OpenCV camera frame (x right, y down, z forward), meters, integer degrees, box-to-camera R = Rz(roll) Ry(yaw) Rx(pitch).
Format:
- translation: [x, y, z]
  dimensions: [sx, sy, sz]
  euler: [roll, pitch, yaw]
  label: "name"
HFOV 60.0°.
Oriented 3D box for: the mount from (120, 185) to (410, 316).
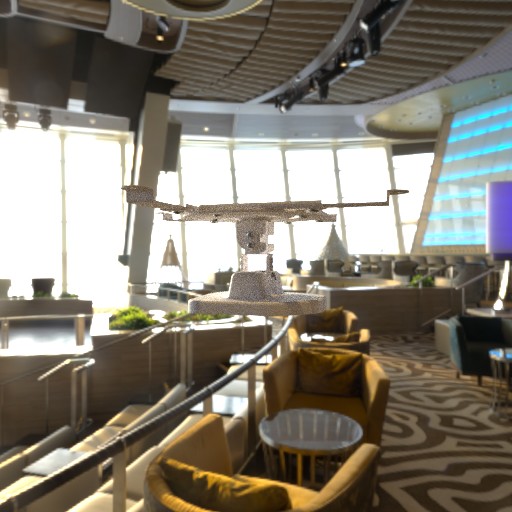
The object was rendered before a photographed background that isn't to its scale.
- translation: [0.000, 0.000, 0.604]
  dimensions: [0.394, 0.141, 0.394]
  euler: [0, 0, 18]
  label: "mount"
